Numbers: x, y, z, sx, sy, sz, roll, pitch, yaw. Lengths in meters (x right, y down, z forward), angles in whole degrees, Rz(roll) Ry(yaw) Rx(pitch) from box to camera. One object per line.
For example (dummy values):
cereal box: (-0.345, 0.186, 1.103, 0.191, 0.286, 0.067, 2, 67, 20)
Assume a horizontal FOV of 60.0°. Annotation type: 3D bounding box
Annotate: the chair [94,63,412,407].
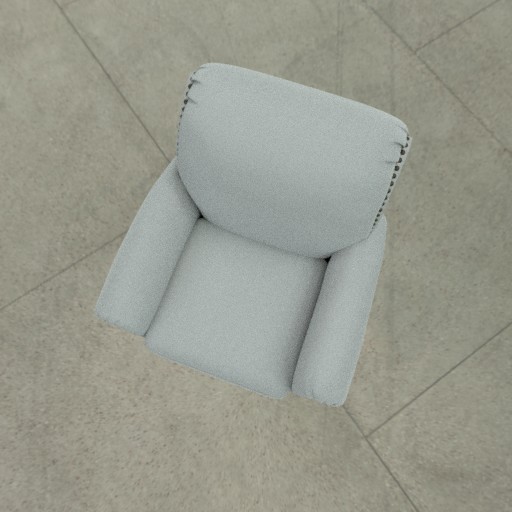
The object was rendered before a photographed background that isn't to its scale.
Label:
chair: (0.000, 0.000, 1.600, 0.854, 0.927, 0.890, 19, 75, 5)
